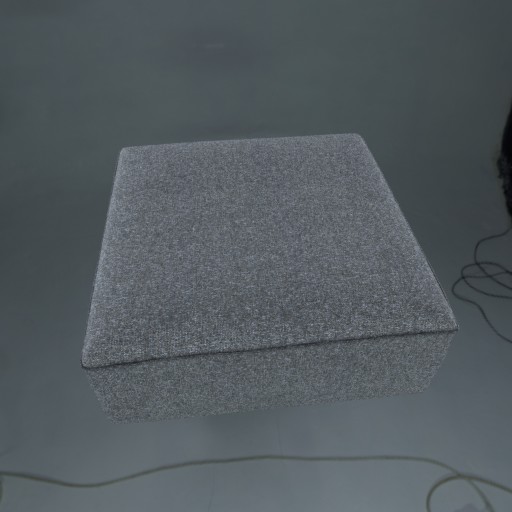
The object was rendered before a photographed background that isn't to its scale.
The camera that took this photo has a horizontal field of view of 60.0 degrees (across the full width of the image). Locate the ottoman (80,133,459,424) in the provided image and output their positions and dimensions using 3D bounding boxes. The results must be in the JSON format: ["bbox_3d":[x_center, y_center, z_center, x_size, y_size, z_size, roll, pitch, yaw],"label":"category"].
[{"bbox_3d":[0.000,0.000,1.601,1.017,0.423,1.021,-4,46,-4],"label":"ottoman"}]
